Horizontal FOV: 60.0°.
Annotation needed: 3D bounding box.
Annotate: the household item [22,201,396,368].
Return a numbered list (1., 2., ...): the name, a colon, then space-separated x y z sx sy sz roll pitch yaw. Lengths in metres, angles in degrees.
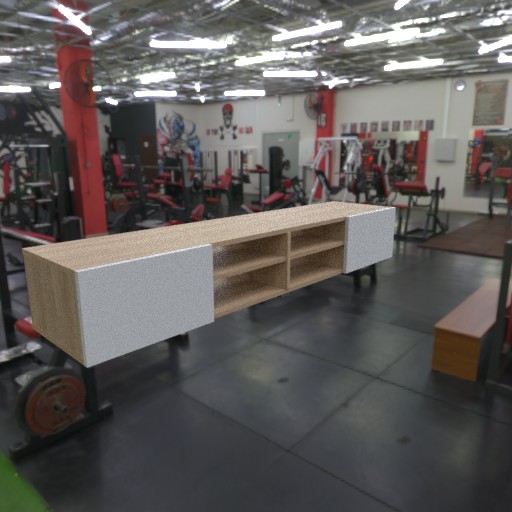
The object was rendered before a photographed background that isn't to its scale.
1. household item: 0.000 0.000 2.043 0.420 0.310 1.850 13 19 42
